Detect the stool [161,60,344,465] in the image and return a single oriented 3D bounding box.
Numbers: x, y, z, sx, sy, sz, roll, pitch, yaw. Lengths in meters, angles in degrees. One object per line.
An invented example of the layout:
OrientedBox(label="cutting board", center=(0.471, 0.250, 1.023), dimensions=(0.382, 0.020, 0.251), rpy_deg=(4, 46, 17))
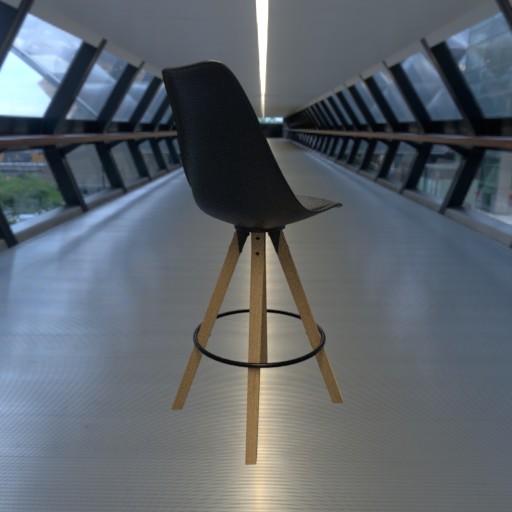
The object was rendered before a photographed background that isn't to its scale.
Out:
OrientedBox(label="stool", center=(0.000, 0.000, 1.453), dimensions=(0.550, 1.115, 0.485), rpy_deg=(-14, 20, -43))
